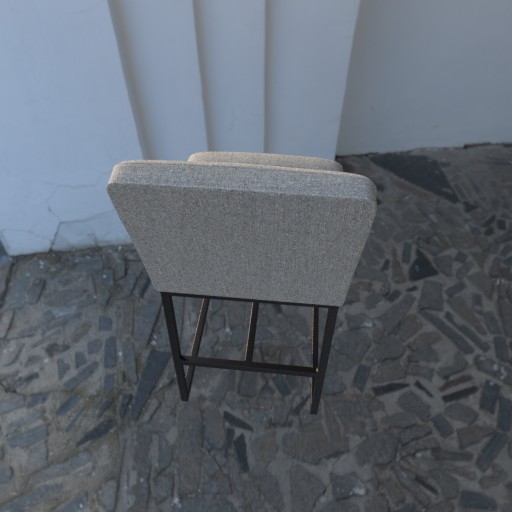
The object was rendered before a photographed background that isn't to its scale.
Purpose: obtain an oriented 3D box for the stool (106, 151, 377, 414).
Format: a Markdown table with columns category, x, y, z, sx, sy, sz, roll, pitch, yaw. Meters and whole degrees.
| category | x | y | z | sx | sy | sz | roll | pitch | yaw |
| --- | --- | --- | --- | --- | --- | --- | --- | --- | --- |
| stool | 0.000 | 0.000 | 1.233 | 0.460 | 0.940 | 0.560 | 4 | 48 | 4 |
